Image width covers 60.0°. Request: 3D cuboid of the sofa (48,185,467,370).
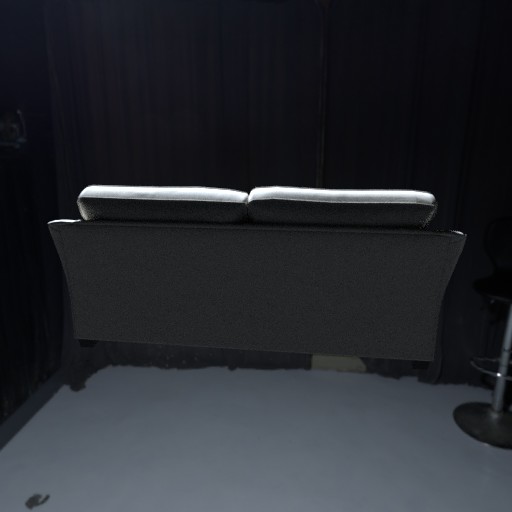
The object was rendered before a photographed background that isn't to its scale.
[{"bbox_3d":[0.000,0.000,2.862,2.270,0.965,0.980,2,16,7],"label":"sofa"}]
